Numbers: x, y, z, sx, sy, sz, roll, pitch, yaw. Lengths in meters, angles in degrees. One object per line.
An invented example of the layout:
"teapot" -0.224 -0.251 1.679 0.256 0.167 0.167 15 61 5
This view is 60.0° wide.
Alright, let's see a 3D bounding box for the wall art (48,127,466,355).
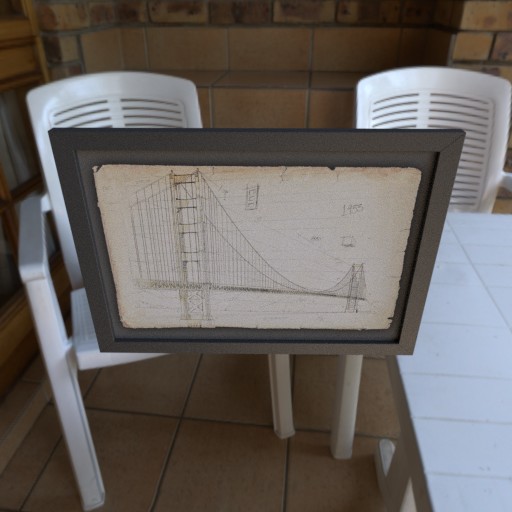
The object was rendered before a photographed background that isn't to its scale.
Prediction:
"wall art" 0.000 0.000 0.541 0.432 0.306 0.016 0 31 1
